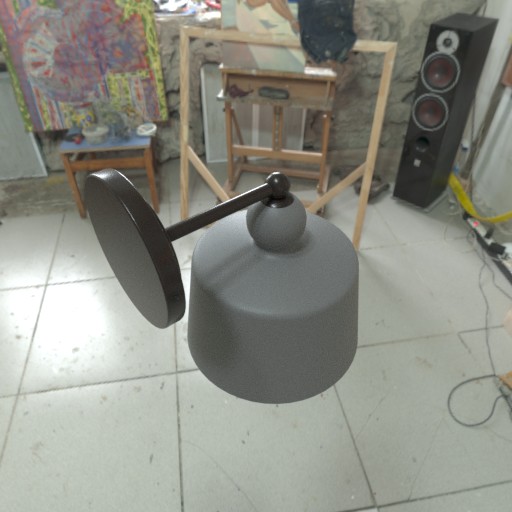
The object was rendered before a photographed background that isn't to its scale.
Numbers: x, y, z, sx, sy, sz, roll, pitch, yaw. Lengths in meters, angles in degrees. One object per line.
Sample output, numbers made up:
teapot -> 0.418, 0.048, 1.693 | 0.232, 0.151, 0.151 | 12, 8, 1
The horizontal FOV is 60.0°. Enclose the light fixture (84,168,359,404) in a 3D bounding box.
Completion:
light fixture -> 0.000, 0.000, 0.438 | 0.254, 0.268, 0.204 | -28, 49, -28
